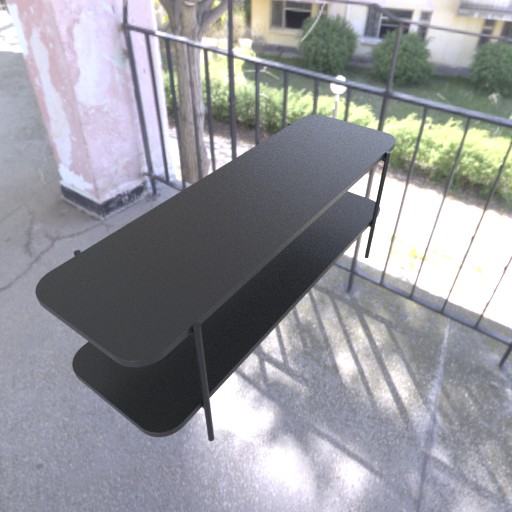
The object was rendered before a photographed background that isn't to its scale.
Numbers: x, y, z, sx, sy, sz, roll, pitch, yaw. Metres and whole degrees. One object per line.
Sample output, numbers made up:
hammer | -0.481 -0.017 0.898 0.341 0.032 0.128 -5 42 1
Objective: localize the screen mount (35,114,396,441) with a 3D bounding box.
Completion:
screen mount | 0.000 0.000 1.388 0.400 0.447 1.200 26 46 27
